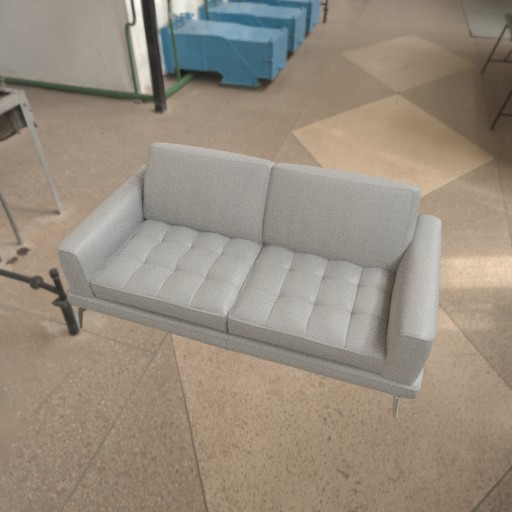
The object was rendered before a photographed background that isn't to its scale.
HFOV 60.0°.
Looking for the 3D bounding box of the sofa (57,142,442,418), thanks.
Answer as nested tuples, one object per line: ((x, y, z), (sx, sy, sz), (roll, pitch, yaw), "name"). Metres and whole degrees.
((0.000, 0.000, 2.767), (2.177, 0.930, 1.121), (13, 42, 14), "sofa")
